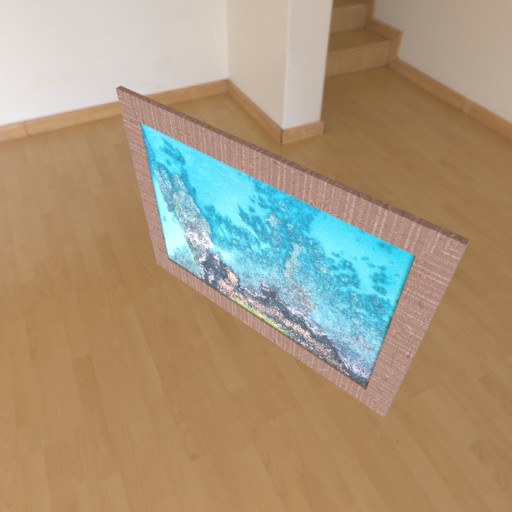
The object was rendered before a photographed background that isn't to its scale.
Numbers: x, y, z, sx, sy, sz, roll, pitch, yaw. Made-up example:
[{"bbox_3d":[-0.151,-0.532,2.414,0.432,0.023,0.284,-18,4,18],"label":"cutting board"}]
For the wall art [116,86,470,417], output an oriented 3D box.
[{"bbox_3d":[0.000,0.000,1.359,1.056,0.761,0.020,30,53,26],"label":"wall art"}]
